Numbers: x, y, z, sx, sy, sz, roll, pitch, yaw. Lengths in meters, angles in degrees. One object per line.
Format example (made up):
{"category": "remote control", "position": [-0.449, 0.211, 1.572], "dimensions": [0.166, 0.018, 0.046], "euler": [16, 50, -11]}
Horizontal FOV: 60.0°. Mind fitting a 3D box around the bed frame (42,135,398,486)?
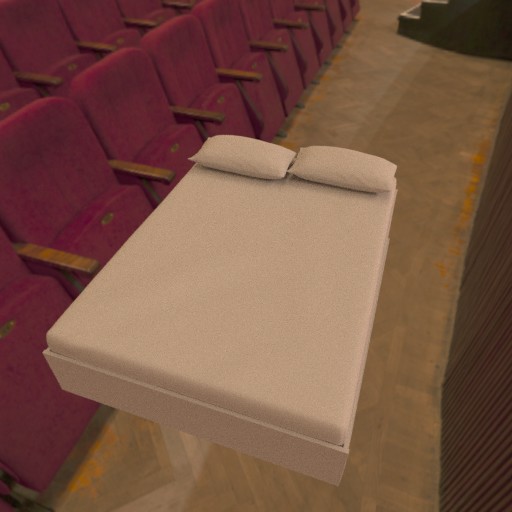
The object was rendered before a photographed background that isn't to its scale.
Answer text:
{"category": "bed frame", "position": [0.000, 0.000, 2.591], "dimensions": [1.450, 0.629, 1.950], "euler": [13, 44, 14]}
